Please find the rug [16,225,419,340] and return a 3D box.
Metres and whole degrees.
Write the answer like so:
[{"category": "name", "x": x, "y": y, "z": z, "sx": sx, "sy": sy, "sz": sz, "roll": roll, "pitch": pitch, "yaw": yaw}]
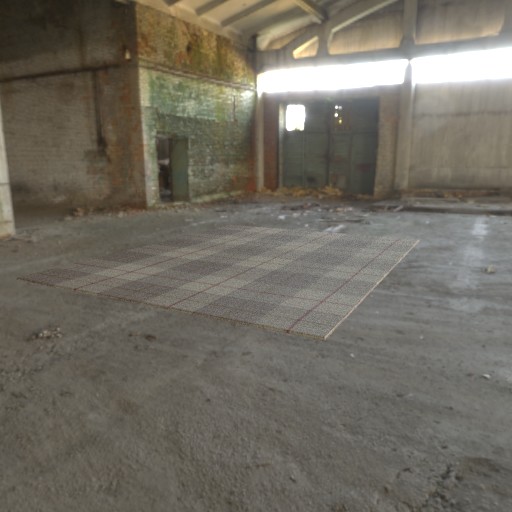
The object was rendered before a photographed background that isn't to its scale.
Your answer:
[{"category": "rug", "x": 0.000, "y": 0.000, "z": 3.918, "sx": 2.317, "sy": 0.016, "sz": 2.959, "roll": 7, "pitch": 14, "yaw": 27}]
